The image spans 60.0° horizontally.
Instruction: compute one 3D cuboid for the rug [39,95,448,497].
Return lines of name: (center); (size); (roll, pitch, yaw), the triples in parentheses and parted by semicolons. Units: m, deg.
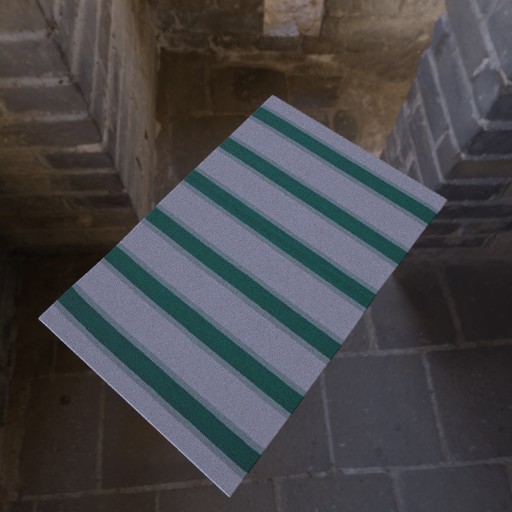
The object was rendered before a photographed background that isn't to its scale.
rug: (0.000, 0.000, 2.272); (1.210, 0.012, 1.829); (36, 70, 15)
